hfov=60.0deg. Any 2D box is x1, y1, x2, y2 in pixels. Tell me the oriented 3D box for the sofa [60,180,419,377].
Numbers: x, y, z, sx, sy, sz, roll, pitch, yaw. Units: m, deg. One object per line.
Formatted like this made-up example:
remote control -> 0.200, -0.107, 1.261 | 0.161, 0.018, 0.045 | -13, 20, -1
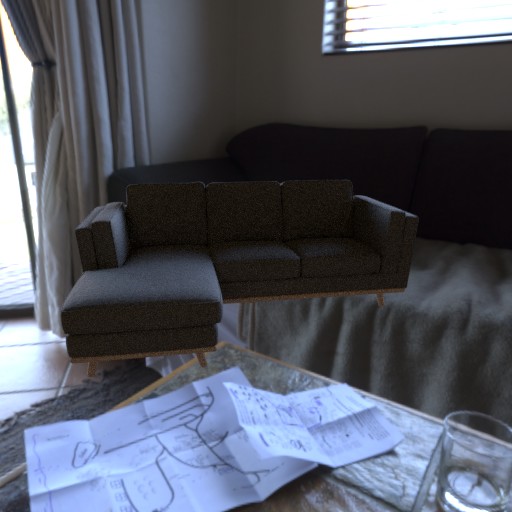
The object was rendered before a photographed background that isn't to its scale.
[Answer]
sofa -> 0.000, 0.000, 3.205 | 2.411, 0.929, 1.604 | -3, 17, -9
